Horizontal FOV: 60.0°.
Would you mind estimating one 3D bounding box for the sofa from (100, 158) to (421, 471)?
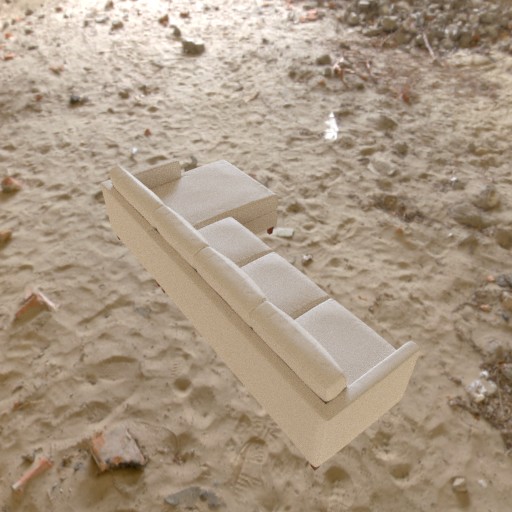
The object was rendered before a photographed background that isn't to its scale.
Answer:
[{"bbox_3d":[0.000,0.000,4.212,1.606,0.954,3.471,-26,47,-27],"label":"sofa"}]
